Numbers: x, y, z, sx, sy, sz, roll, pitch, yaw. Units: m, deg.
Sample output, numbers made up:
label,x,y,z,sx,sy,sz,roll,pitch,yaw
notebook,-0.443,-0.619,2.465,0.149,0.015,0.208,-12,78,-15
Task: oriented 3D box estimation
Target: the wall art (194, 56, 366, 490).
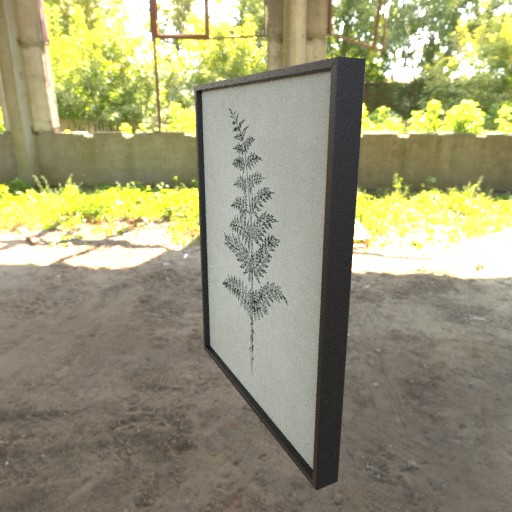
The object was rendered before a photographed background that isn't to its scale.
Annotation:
label,x,y,z,sx,sy,sz,roll,pitch,yaw
wall art,0.000,0.000,0.735,0.039,0.555,0.449,-8,19,-25
